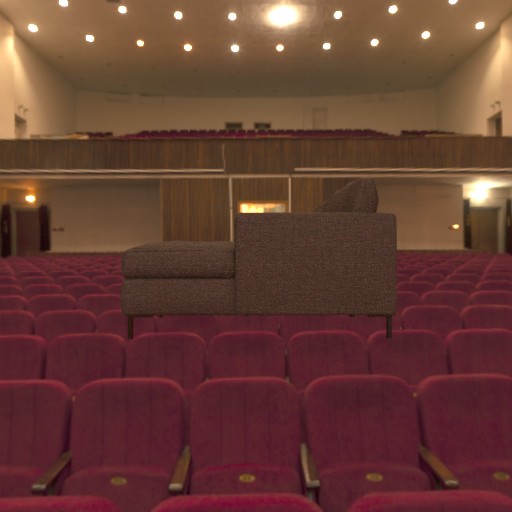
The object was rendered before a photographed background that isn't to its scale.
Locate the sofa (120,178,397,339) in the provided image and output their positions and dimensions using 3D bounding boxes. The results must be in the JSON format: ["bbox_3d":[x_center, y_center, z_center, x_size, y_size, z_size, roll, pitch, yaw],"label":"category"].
[{"bbox_3d":[0.000,0.000,3.923,1.483,0.892,3.221,0,0,0],"label":"sofa"}]
